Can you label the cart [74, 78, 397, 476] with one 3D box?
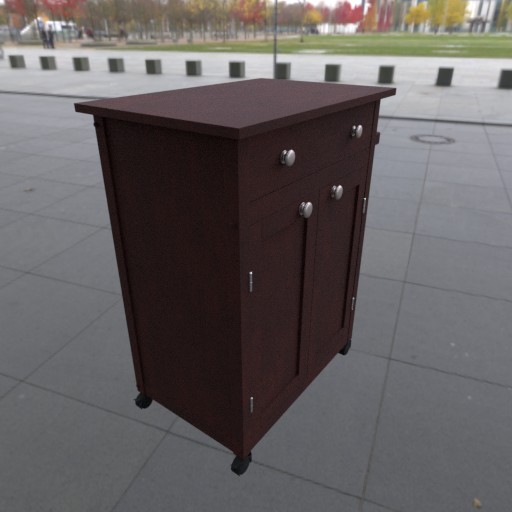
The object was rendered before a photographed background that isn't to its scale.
[{"bbox_3d":[0.000,0.000,1.250,0.442,0.864,0.683,19,33,32],"label":"cart"}]
